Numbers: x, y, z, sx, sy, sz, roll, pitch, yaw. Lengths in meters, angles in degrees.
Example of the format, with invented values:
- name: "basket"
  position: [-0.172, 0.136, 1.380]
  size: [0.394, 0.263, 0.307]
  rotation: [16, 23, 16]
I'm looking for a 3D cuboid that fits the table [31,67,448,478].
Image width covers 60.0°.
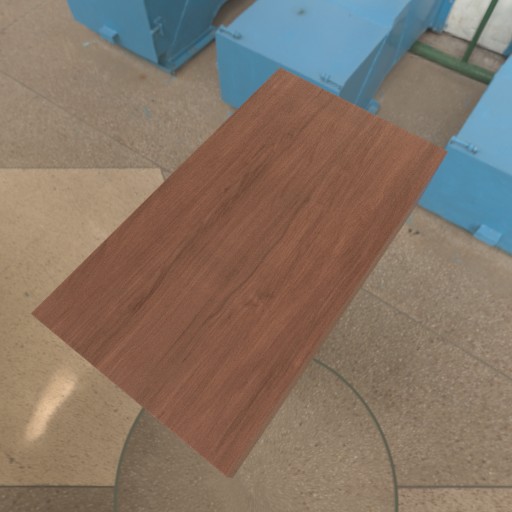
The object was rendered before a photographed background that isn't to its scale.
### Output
- name: "table"
  position: [0.000, 0.000, 1.315]
  size: [0.600, 0.380, 1.020]
  rotation: [33, 68, 16]
